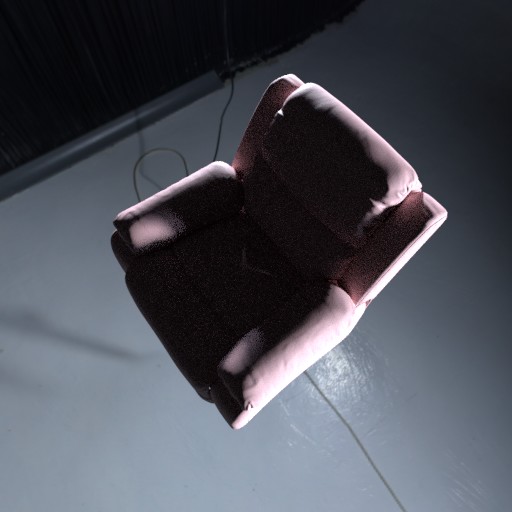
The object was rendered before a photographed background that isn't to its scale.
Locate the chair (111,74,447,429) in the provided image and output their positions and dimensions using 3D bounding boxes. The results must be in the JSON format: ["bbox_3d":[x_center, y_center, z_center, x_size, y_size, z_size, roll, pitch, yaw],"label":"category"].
[{"bbox_3d":[0.000,0.000,1.284,0.709,0.702,0.680,-34,68,-16],"label":"chair"}]
